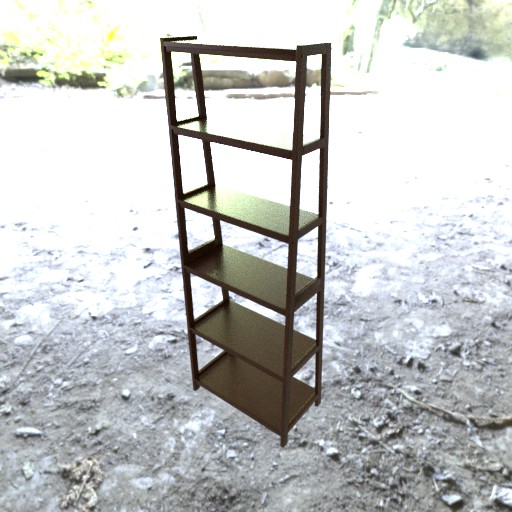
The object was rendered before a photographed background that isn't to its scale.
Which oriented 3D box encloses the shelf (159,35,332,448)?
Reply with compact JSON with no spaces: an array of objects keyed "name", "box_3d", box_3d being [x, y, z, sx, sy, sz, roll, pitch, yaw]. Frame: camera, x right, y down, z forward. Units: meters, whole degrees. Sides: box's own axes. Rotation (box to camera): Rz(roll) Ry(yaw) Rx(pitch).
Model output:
[{"name":"shelf","box_3d":[0.000,0.000,2.142,0.660,1.892,0.382,21,35,32]}]
